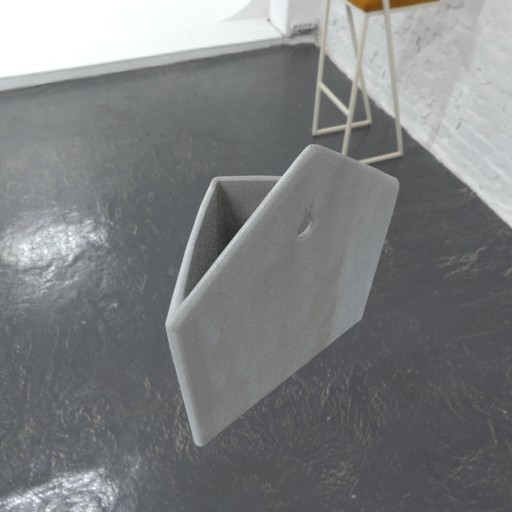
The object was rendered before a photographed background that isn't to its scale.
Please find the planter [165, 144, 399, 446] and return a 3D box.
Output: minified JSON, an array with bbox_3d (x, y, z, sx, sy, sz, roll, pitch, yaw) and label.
[{"bbox_3d":[0.000,0.000,0.276,0.163,0.194,0.080,-31,54,-26],"label":"planter"}]
